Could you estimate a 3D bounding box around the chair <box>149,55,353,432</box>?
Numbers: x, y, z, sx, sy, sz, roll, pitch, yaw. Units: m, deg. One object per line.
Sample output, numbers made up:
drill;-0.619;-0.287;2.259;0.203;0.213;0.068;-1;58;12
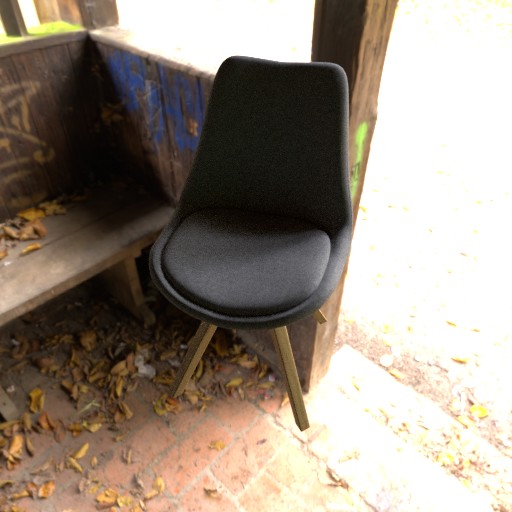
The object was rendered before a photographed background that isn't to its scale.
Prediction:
chair;0.000;0.000;1.194;0.483;0.865;0.550;10;42;12
